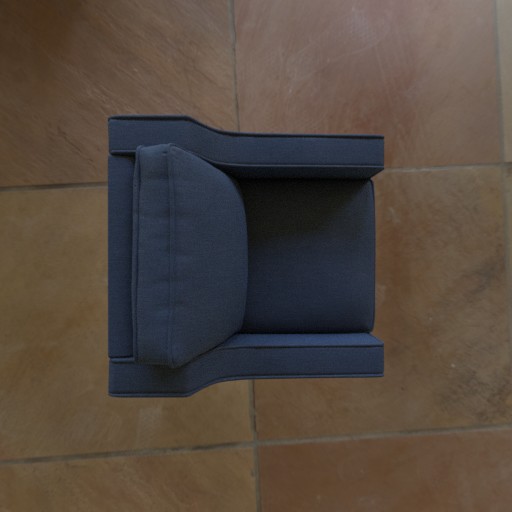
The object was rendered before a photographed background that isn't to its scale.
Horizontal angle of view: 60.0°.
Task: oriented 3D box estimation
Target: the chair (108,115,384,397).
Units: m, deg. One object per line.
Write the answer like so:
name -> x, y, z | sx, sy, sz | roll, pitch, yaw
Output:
chair -> 0.000, 0.000, 1.659 | 0.909, 0.960, 0.831 | 0, 90, -2
